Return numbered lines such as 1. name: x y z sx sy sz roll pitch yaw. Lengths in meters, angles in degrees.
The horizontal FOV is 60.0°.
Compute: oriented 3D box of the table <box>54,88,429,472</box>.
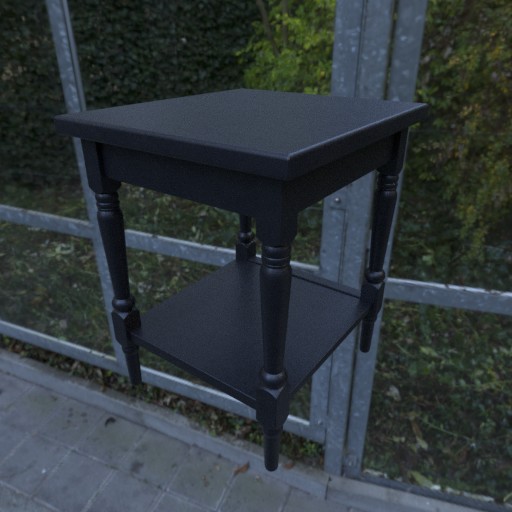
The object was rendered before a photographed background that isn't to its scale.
1. table: 0.000 0.000 0.888 0.442 0.565 0.488 18 32 32
